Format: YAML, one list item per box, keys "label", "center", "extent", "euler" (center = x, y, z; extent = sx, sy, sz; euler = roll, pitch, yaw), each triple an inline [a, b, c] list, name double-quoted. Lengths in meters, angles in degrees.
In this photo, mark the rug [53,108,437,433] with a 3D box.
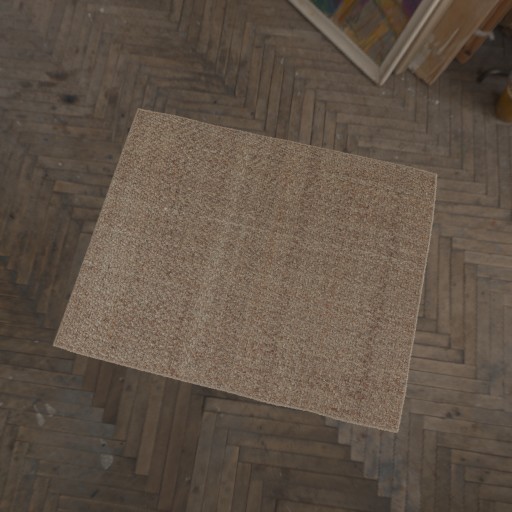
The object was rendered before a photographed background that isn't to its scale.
- label: "rug"
  center: [0.000, 0.000, 4.047]
  extent: [3.048, 0.013, 2.439]
  euler: [13, 76, 3]
